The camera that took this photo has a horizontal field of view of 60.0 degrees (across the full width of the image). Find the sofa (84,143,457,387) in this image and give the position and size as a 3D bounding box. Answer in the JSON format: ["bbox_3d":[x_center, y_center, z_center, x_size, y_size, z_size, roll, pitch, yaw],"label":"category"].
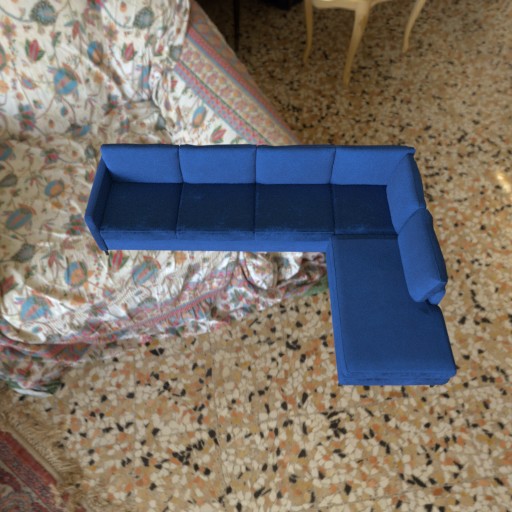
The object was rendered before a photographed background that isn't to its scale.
[{"bbox_3d":[0.000,0.000,3.150,2.486,0.687,1.707,1,57,0],"label":"sofa"}]
